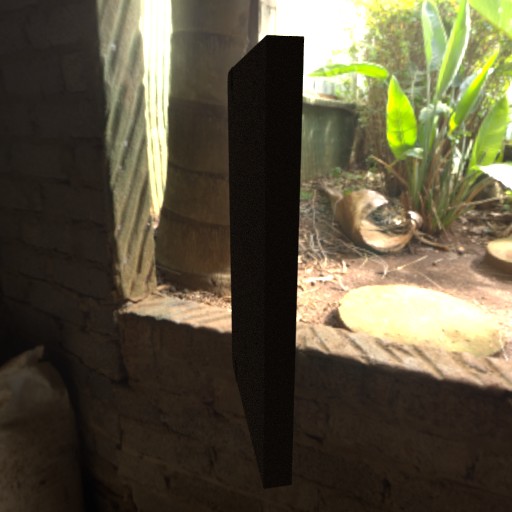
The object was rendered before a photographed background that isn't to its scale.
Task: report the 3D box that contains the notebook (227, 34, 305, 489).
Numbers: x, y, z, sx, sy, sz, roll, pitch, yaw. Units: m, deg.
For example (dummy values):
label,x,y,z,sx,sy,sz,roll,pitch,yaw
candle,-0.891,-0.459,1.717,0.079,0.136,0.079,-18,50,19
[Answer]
label,x,y,z,sx,sy,sz,roll,pitch,yaw
notebook,0.000,0.000,0.259,0.016,0.213,0.127,-3,17,-10
